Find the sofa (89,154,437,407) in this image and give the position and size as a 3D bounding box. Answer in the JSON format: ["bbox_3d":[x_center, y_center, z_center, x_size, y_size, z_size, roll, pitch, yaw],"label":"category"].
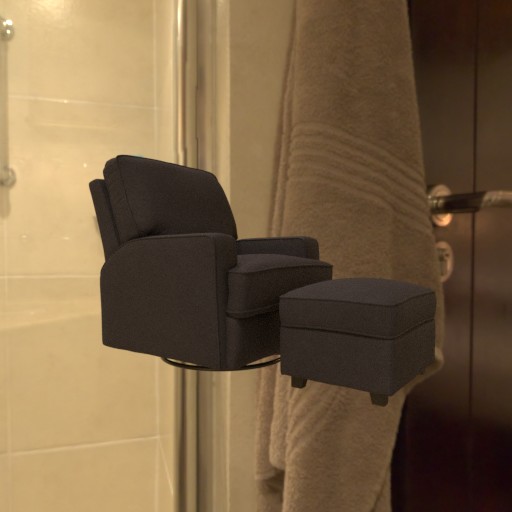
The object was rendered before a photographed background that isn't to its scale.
[{"bbox_3d":[0.000,0.000,2.031,1.472,0.959,0.861,1,2,36],"label":"sofa"}]
